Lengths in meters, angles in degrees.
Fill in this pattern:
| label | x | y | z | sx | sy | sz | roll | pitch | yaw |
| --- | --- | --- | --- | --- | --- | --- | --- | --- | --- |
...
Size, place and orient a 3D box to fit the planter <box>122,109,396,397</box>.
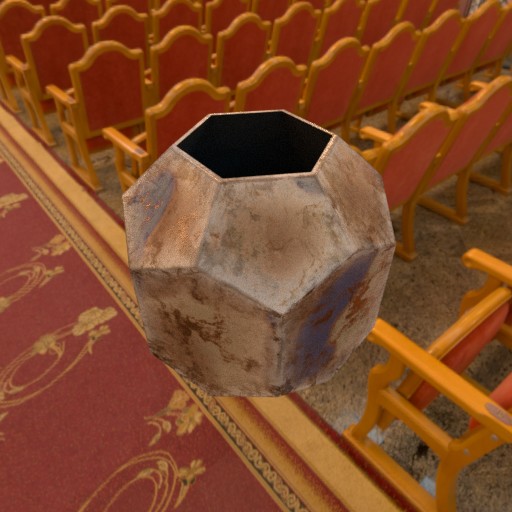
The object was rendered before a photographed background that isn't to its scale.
| label | x | y | z | sx | sy | sz | roll | pitch | yaw |
| --- | --- | --- | --- | --- | --- | --- | --- | --- | --- |
| planter | 0.000 | 0.000 | 0.424 | 0.243 | 0.238 | 0.221 | -27 | 48 | -28 |
